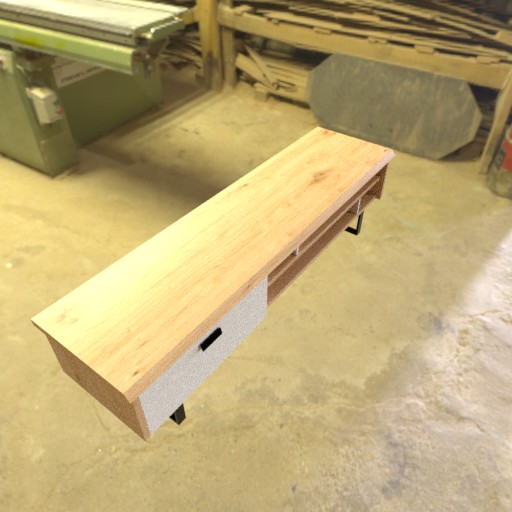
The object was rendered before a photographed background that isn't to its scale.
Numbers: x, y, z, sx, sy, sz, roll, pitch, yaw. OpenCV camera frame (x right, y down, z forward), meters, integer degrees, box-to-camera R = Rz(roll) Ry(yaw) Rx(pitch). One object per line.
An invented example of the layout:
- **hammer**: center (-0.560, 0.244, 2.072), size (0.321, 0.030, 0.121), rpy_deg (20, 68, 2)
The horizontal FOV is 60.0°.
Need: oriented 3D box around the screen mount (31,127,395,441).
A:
- **screen mount**: center (0.000, 0.000, 1.910), size (0.450, 0.430, 1.700), rpy_deg (26, 47, 27)
